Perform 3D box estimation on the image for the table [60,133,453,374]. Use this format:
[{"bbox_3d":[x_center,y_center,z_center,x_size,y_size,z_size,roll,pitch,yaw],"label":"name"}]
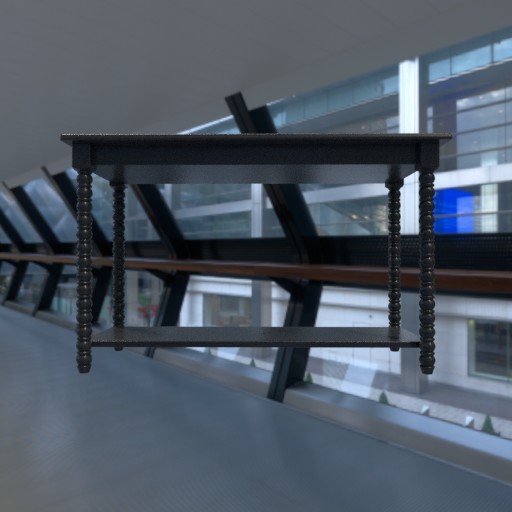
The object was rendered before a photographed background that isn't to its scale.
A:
[{"bbox_3d":[0.000,0.000,1.554,1.184,0.735,0.459,0,0,1],"label":"table"}]
